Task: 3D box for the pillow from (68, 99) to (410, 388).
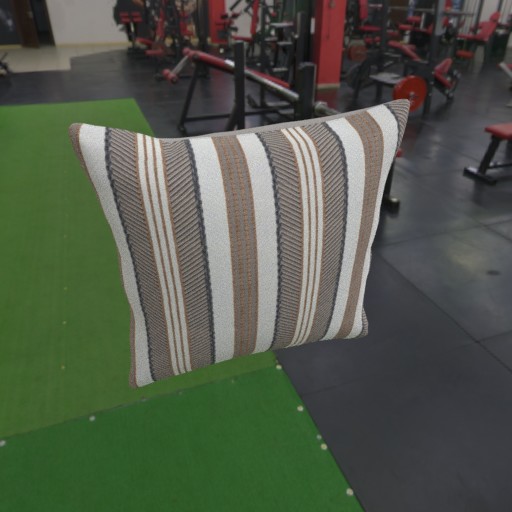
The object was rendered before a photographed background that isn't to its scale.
[{"bbox_3d":[0.000,0.000,0.622,0.416,0.401,0.173,-9,33,-15],"label":"pillow"}]
